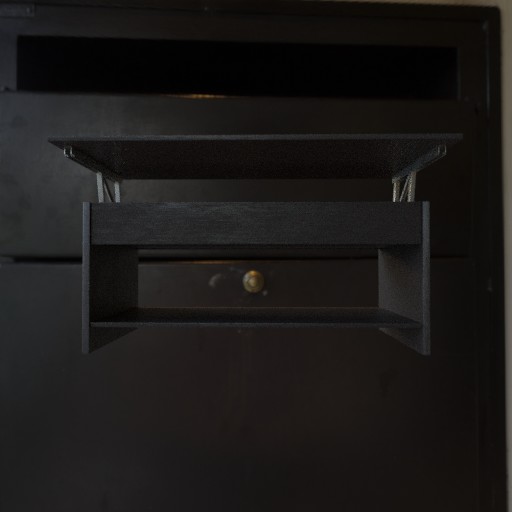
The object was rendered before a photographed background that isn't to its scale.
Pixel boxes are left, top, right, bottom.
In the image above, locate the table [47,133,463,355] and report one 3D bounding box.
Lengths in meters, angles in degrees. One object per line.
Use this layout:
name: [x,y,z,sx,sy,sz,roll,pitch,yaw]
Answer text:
table: [0.000,0.000,1.414,1.000,0.570,0.712,0,-1,1]
